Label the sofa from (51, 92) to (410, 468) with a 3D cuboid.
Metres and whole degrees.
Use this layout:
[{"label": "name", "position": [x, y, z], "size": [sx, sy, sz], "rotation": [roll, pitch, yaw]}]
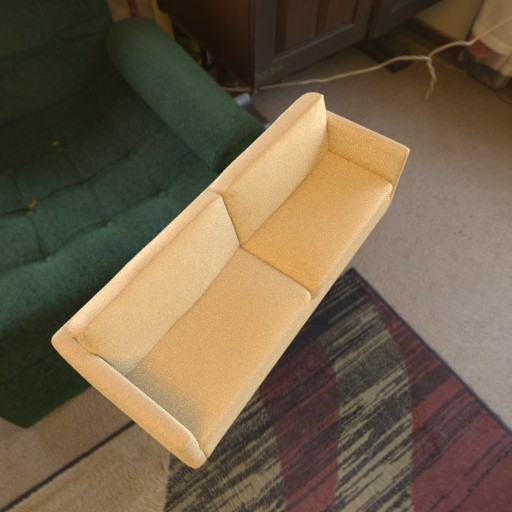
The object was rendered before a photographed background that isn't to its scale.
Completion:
[{"label": "sofa", "position": [0.000, 0.000, 2.915], "size": [0.948, 0.965, 2.434], "rotation": [31, 62, 19]}]
